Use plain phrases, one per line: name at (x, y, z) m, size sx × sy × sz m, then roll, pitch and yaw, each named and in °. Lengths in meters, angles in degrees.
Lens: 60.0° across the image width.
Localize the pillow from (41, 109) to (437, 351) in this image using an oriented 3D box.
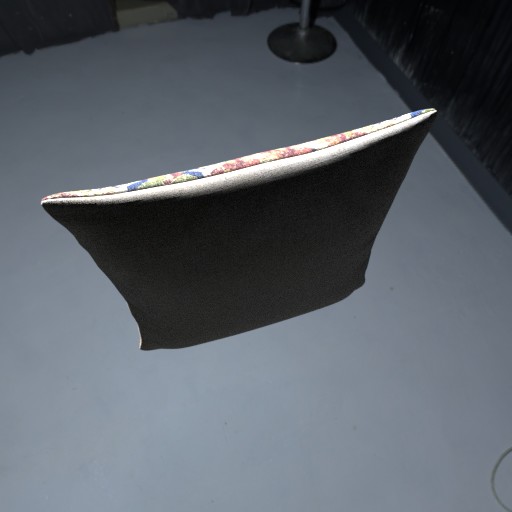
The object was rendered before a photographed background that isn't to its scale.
pillow at (0.000, 0.000, 0.766) m, size 0.523 × 0.506 × 0.166 m, roll -15°, pitch 59°, yaw -9°
